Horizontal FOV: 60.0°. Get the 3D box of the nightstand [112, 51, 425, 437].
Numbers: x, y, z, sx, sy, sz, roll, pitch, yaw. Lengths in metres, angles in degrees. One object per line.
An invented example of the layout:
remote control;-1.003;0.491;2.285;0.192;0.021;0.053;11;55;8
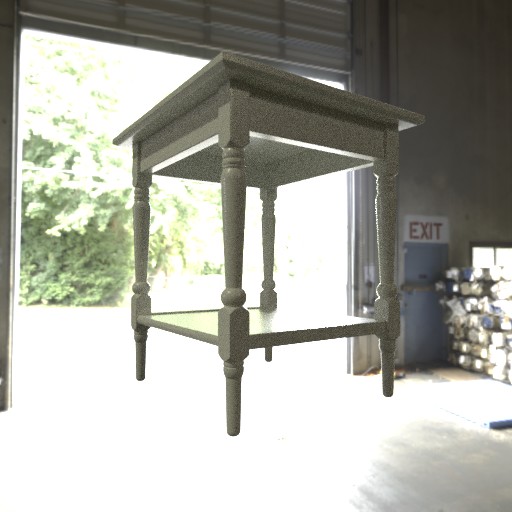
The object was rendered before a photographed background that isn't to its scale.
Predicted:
nightstand;0.000;0.000;0.939;0.459;0.555;0.505;1;-2;-35
